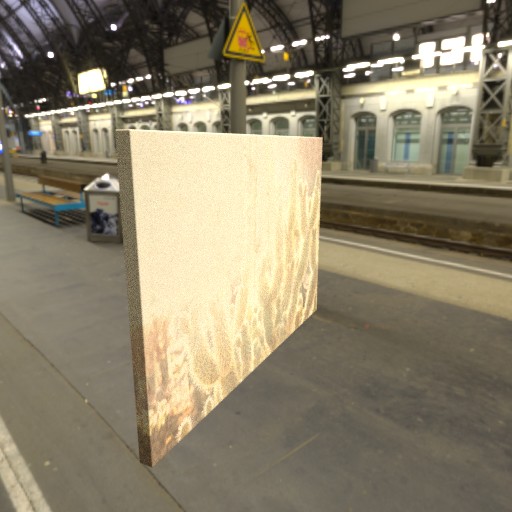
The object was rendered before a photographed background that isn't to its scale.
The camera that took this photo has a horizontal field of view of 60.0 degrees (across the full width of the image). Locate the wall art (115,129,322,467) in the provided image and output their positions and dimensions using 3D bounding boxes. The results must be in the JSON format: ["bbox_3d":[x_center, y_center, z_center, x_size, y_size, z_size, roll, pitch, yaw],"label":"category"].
[{"bbox_3d":[0.000,0.000,1.441,0.041,0.758,1.142,7,16,26],"label":"wall art"}]
